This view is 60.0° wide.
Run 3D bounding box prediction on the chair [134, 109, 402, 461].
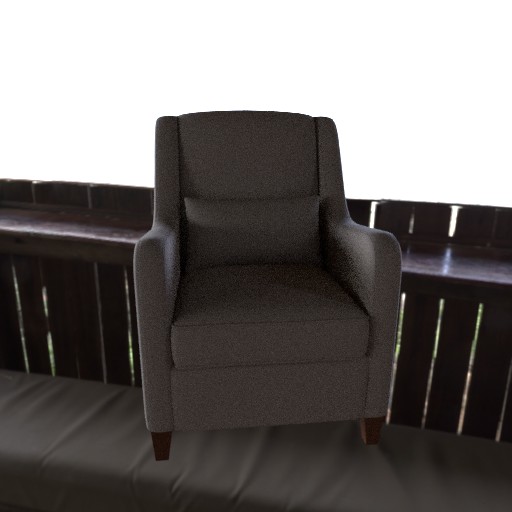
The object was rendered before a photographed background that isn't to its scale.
[{"bbox_3d":[0.000,0.000,1.561,0.715,1.010,0.863,-2,16,-6],"label":"chair"}]
